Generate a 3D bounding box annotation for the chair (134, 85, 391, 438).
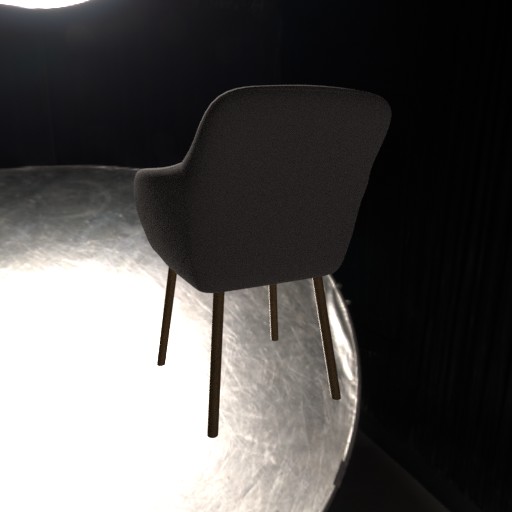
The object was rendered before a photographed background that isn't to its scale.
[{"bbox_3d":[0.000,0.000,1.225,0.570,0.830,0.590,-7,16,-25],"label":"chair"}]
